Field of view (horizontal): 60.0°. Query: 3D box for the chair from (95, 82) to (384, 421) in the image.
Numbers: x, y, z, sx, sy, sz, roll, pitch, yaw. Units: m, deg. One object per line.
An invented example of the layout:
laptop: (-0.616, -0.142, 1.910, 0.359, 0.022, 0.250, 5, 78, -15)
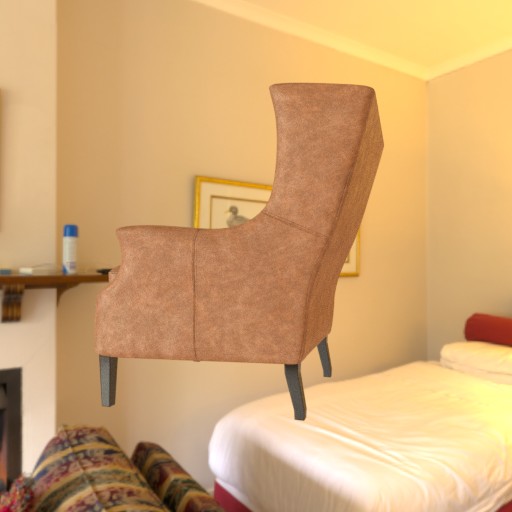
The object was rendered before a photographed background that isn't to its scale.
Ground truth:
chair: (0.000, 0.000, 1.706, 0.926, 1.016, 0.853, 0, 0, 18)
